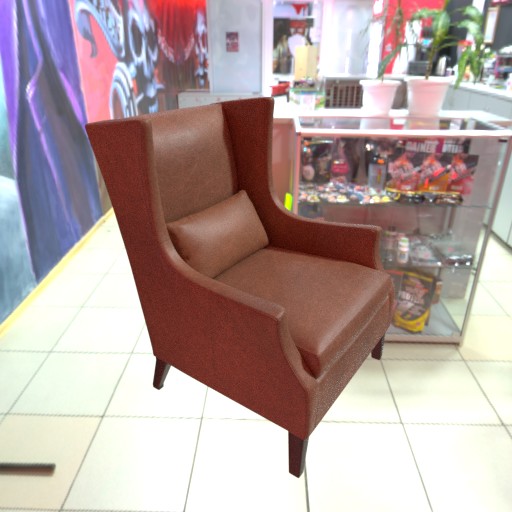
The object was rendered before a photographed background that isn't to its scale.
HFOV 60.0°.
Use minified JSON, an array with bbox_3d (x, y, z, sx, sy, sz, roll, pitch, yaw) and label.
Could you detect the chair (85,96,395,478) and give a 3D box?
[{"bbox_3d":[0.000,0.000,1.715,0.913,1.088,0.815,17,30,31],"label":"chair"}]
